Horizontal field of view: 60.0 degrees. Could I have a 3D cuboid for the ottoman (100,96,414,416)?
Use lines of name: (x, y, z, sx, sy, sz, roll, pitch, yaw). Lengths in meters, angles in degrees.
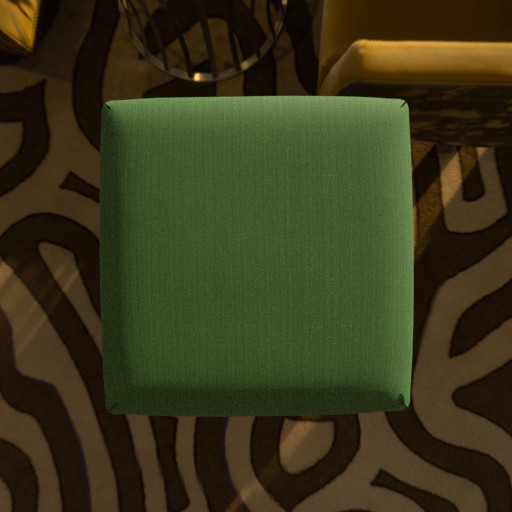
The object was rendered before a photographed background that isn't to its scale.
ottoman: (0.000, 0.000, 0.886, 0.497, 0.475, 0.507, 0, 90, -1)
